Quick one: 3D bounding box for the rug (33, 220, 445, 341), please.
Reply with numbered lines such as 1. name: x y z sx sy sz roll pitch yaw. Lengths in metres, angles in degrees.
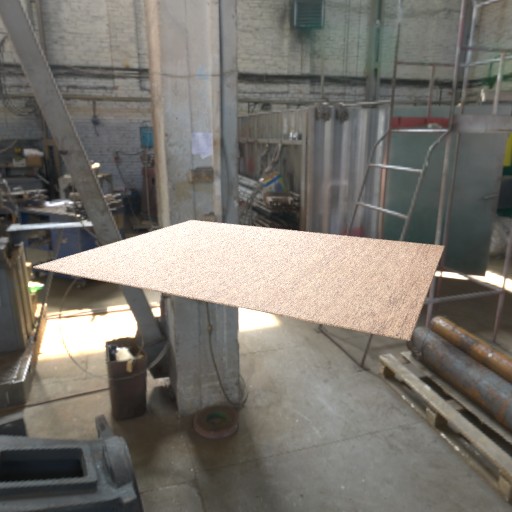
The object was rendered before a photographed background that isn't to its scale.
1. rug: 0.000 0.000 4.287 3.205 0.013 2.448 8 17 26
